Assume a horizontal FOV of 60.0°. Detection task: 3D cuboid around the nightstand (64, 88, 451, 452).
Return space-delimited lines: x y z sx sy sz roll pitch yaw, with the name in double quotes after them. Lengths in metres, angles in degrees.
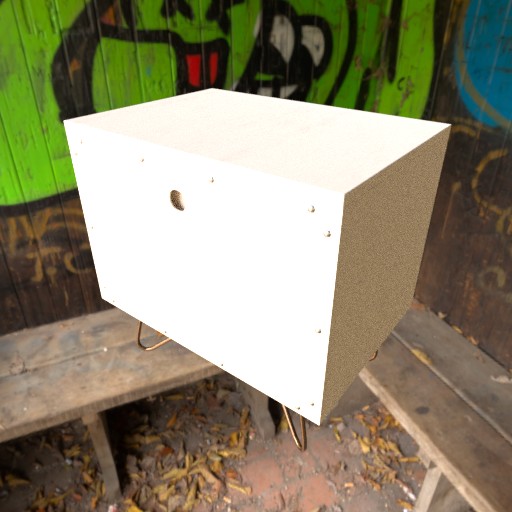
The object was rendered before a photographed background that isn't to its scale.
0.000 0.000 1.014 0.614 0.604 0.447 21 37 32 "nightstand"
